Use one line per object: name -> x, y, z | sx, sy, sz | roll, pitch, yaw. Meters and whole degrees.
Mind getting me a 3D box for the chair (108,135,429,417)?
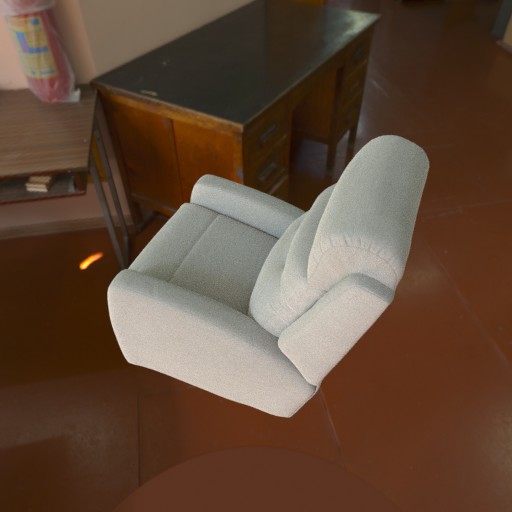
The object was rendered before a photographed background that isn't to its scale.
chair -> 0.000, 0.000, 1.729 | 1.043, 1.013, 0.798 | 16, 47, 16
